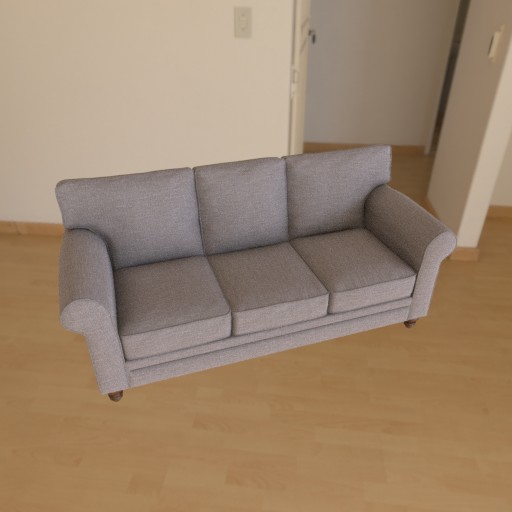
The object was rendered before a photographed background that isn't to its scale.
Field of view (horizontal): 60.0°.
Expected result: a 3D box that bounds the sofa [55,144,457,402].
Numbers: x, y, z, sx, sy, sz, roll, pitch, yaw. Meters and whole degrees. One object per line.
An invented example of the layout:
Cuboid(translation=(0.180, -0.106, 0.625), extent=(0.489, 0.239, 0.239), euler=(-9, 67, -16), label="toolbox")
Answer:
Cuboid(translation=(0.000, 0.000, 2.586), extent=(2.084, 0.961, 0.916), euler=(-10, 33, -16), label="sofa")
